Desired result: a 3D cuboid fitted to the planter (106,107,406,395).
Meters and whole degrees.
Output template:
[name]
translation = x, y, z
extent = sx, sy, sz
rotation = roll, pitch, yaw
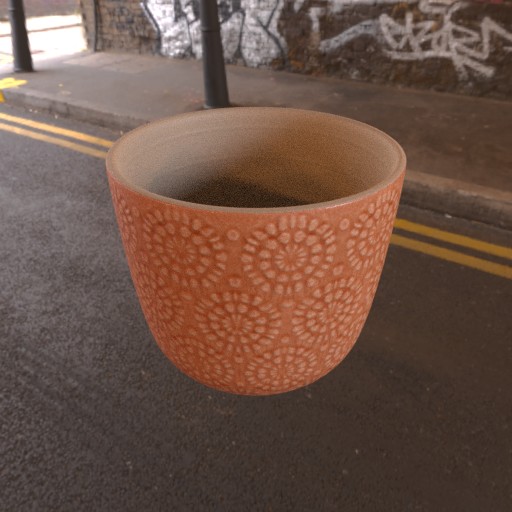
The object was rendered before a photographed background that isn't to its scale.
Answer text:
[planter]
translation = 0.000, 0.000, 0.368
extent = 0.208, 0.190, 0.208
rotation = 0, 33, 0
